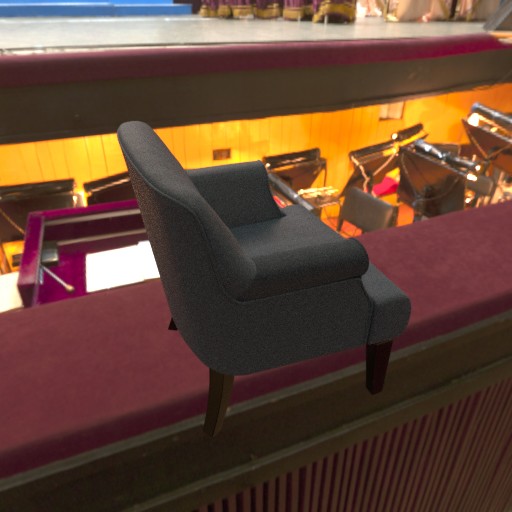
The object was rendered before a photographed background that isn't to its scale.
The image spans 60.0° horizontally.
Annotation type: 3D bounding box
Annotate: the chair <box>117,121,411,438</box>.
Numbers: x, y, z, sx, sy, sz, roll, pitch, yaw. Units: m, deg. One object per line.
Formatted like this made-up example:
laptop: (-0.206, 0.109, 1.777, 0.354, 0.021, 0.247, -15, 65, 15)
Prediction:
chair: (0.000, 0.000, 1.475, 0.754, 0.878, 0.770, -12, 33, -18)
